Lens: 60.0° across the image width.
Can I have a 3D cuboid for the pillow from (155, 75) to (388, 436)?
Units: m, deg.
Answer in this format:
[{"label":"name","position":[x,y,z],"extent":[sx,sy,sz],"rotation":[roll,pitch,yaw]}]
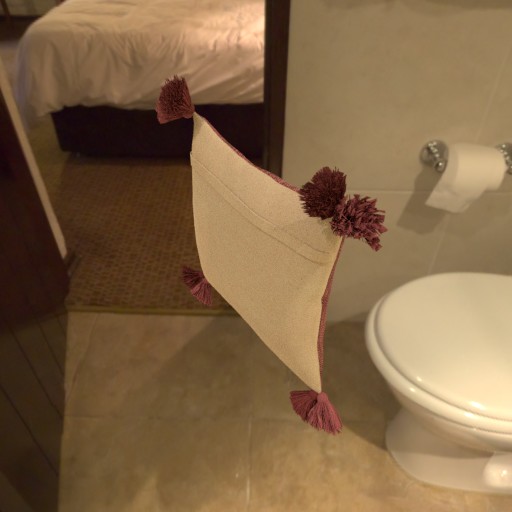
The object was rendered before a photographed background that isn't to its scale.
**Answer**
[{"label":"pillow","position":[0.000,0.000,0.965],"extent":[0.138,0.659,0.641],"rotation":[-25,47,-26]}]
